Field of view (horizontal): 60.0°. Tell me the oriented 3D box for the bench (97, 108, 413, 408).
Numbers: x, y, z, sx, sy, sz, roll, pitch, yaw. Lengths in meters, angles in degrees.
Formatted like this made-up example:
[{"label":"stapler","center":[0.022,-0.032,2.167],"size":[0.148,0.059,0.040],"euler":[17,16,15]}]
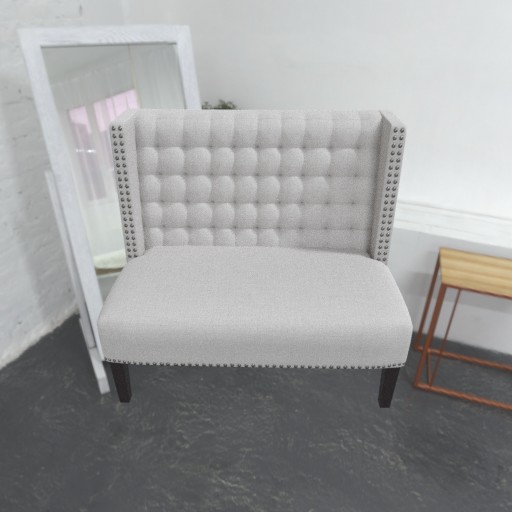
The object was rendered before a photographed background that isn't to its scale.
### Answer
[{"label":"bench","center":[0.000,0.000,2.024],"size":[1.280,1.123,0.847],"euler":[1,31,1]}]
